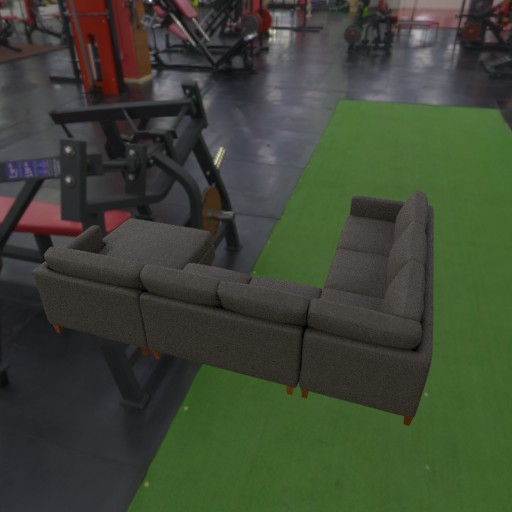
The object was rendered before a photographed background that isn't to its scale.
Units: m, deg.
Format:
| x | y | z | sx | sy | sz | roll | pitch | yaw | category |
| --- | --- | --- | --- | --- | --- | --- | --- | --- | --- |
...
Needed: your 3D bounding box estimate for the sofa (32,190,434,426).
| x | y | z | sx | sy | sz | roll | pitch | yaw | category |
| --- | --- | --- | --- | --- | --- | --- | --- | --- | --- |
| 0.000 | 0.000 | 4.671 | 3.460 | 0.961 | 2.594 | 10 | 35 | 15 | sofa |
